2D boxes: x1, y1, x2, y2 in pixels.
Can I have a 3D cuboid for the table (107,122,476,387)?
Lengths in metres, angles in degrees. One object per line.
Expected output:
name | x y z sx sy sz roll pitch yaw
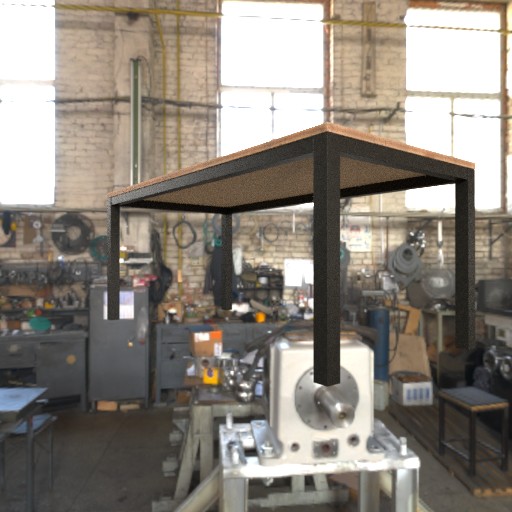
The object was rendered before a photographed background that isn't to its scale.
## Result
table | 0.000 0.000 2.266 0.893 0.767 1.805 0 0 -38
